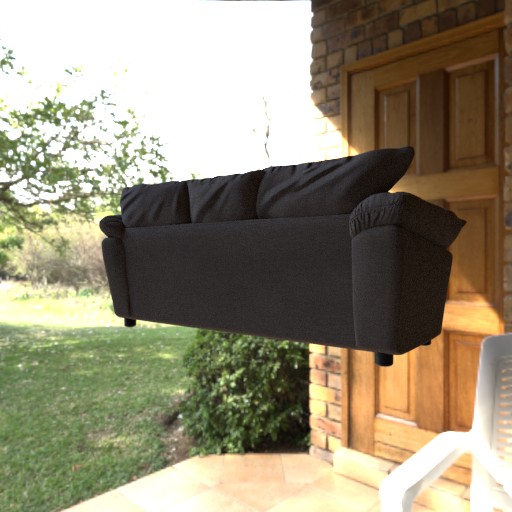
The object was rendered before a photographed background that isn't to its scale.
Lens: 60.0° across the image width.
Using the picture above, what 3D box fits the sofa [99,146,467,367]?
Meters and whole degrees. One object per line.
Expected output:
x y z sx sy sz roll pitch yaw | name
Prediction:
0.000 0.000 2.919 2.390 1.043 0.927 0 0 37 | sofa
